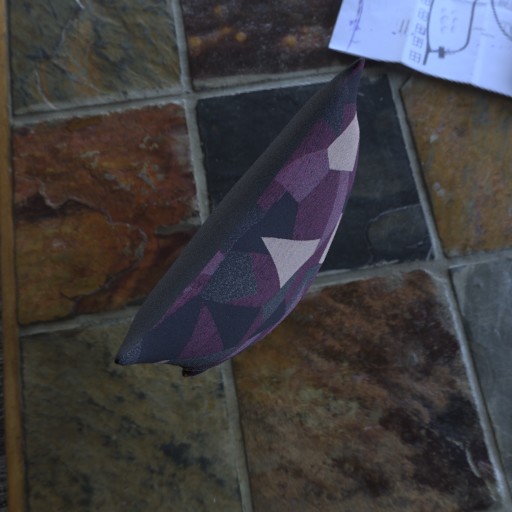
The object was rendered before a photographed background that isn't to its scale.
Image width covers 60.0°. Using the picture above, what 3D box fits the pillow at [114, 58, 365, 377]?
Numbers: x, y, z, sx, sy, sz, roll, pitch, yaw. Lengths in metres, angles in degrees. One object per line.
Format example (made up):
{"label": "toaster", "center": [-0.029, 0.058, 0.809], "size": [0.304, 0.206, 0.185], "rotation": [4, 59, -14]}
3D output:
{"label": "pillow", "center": [0.000, 0.000, 0.758], "size": [0.208, 0.496, 0.503], "rotation": [36, 78, 9]}
